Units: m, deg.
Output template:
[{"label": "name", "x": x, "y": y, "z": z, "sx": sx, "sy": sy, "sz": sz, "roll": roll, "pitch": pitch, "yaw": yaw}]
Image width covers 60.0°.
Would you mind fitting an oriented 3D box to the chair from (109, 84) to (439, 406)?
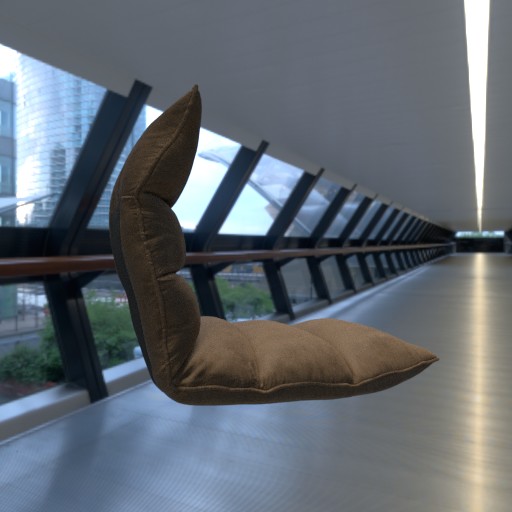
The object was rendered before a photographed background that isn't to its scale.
[{"label": "chair", "x": 0.000, "y": 0.000, "z": 1.569, "sx": 0.985, "sy": 0.892, "sz": 0.714, "roll": 0, "pitch": 0, "yaw": -19}]
